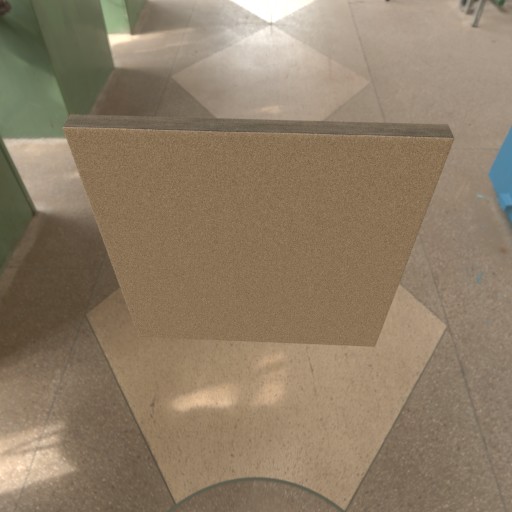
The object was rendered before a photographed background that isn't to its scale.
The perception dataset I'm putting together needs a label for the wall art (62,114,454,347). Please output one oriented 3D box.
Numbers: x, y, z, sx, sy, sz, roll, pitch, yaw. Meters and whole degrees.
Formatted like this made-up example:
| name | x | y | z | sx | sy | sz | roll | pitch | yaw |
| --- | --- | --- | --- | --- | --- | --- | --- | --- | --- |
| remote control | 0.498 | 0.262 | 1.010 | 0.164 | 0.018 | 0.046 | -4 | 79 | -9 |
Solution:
| name | x | y | z | sx | sy | sz | roll | pitch | yaw |
| --- | --- | --- | --- | --- | --- | --- | --- | --- | --- |
| wall art | 0.000 | 0.000 | 1.137 | 0.749 | 0.751 | 0.050 | 2 | 48 | 2 |
